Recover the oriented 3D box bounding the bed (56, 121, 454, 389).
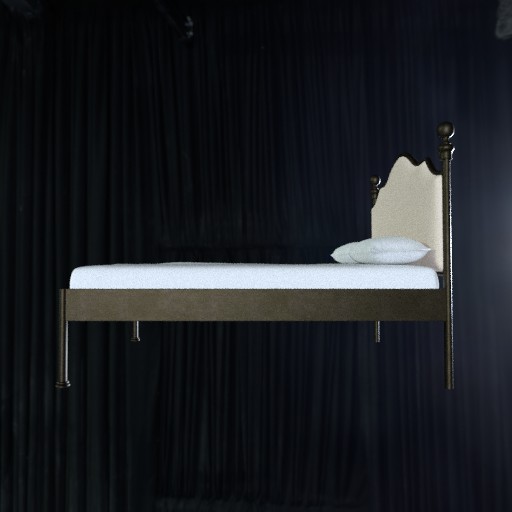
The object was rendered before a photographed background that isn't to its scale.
[{"bbox_3d":[0.000,0.000,3.143,2.170,1.462,1.533,0,-1,0],"label":"bed"}]
